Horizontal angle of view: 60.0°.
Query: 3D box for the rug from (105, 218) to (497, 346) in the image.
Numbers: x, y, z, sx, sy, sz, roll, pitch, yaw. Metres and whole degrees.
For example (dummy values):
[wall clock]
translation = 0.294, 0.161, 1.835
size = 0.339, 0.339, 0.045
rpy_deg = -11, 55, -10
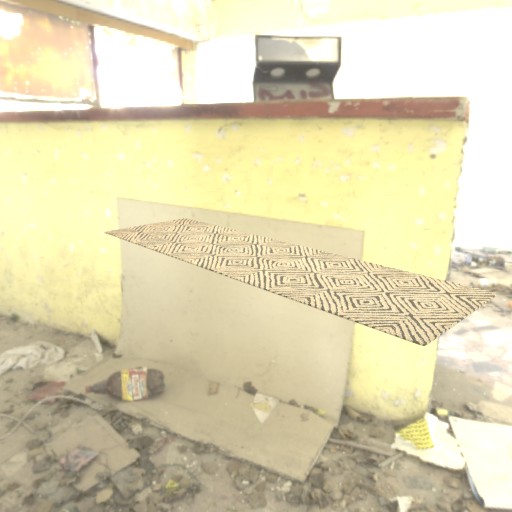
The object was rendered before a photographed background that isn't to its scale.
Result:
[rug]
translation = 0.000, 0.000, 2.455
size = 0.676, 0.008, 2.277
rpy_deg = -15, 22, -42
